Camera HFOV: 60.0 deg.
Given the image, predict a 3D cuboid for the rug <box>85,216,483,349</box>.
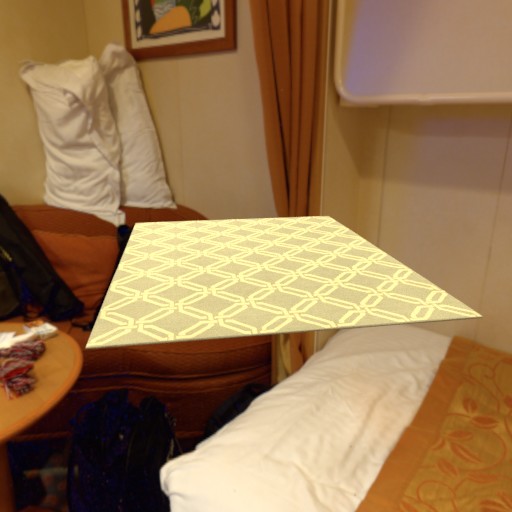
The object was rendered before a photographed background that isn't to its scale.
[{"bbox_3d":[0.000,0.000,3.844,2.288,0.018,2.895,-3,18,-9],"label":"rug"}]
